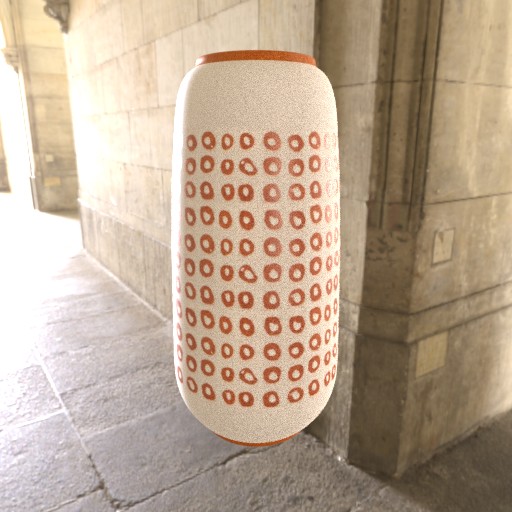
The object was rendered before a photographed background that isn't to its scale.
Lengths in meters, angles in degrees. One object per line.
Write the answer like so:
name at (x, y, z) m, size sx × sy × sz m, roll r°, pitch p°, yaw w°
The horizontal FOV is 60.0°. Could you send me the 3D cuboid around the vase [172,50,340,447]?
vase at (0.000, 0.000, 0.345) m, size 0.133 × 0.282 × 0.133 m, roll 0°, pitch 16°, yaw 0°
